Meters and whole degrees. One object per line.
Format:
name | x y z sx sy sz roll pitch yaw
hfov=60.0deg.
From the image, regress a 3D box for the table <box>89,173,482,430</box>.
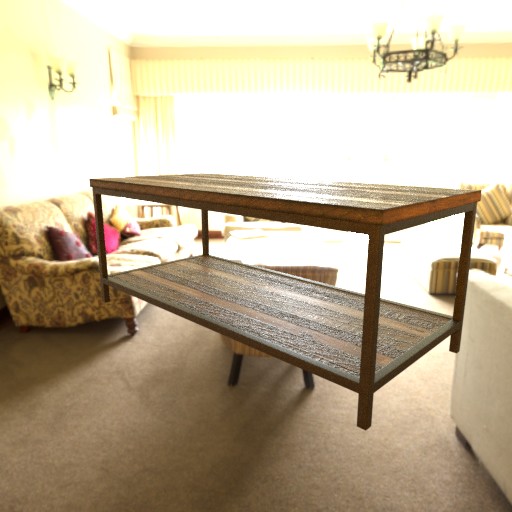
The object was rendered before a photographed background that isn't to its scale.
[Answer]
table | 0.000 0.000 1.231 0.990 0.399 0.452 13 19 43
